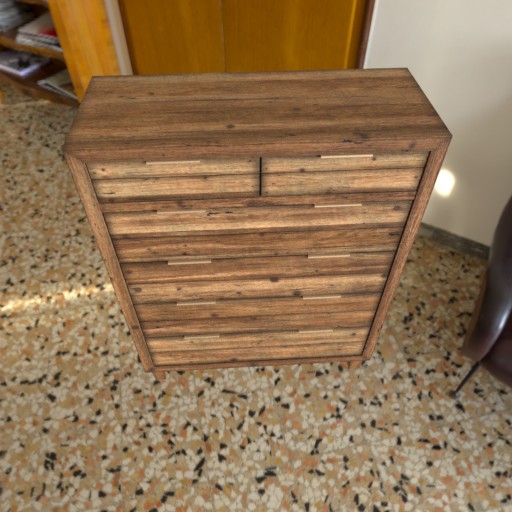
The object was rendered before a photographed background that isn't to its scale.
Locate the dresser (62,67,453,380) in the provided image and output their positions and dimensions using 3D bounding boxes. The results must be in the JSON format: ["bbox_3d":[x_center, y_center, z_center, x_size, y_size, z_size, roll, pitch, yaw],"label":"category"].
[{"bbox_3d":[0.000,0.000,1.846,1.067,1.359,0.438,-3,47,-2],"label":"dresser"}]
